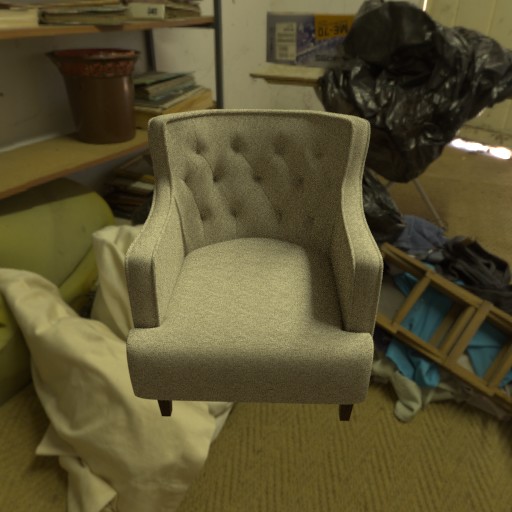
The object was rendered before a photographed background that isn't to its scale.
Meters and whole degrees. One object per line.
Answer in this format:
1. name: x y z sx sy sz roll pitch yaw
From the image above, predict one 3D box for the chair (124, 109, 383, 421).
1. chair: 0.000 0.000 1.700 0.820 0.920 0.910 1 31 1
